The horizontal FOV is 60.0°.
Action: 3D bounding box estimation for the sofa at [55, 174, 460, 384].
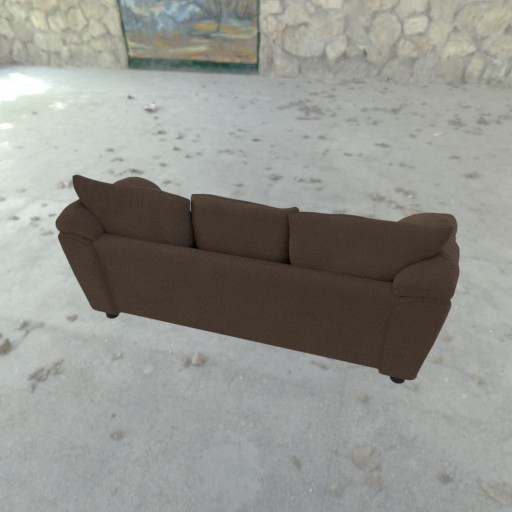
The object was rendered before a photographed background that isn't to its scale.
[{"bbox_3d":[0.000,0.000,2.823,2.336,1.015,0.878,10,33,15],"label":"sofa"}]
